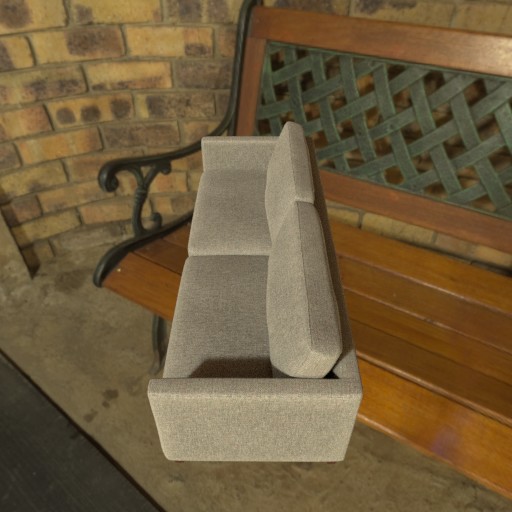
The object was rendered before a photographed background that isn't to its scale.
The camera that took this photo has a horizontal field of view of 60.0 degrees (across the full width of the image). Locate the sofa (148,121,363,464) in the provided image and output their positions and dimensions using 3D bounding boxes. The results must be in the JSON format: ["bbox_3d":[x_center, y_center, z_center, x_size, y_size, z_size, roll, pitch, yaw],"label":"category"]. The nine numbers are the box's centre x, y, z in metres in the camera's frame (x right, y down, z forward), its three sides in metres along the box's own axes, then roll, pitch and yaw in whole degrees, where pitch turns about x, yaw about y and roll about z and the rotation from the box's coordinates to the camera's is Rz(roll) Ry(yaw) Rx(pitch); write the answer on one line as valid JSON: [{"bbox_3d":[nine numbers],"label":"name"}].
[{"bbox_3d":[0.000,0.000,2.942,0.948,0.951,2.434,0,41,0],"label":"sofa"}]
